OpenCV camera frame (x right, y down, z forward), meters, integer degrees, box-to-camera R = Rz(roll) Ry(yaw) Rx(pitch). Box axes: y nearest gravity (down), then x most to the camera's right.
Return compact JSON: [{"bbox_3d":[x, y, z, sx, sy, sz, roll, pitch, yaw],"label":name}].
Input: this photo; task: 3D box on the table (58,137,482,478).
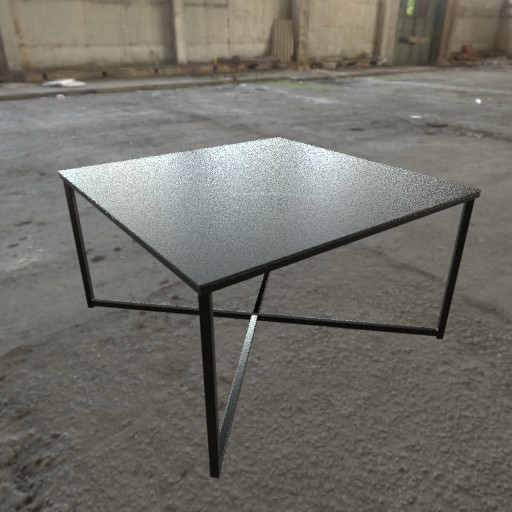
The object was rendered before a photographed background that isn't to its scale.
[{"bbox_3d":[0.000,0.000,1.272,0.800,0.450,0.800,-18,31,-32],"label":"table"}]
